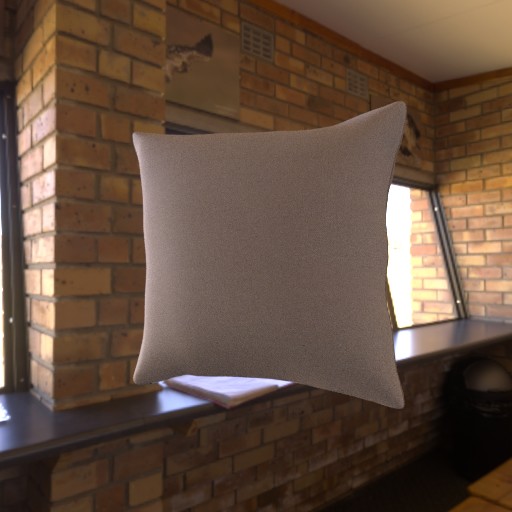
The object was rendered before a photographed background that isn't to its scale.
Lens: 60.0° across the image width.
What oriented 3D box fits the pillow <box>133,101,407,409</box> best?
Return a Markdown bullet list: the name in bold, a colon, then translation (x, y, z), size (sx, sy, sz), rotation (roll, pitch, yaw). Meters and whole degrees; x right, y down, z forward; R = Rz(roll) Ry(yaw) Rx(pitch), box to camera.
- **pillow**: translation (0.000, 0.000, 0.640), size (0.416, 0.401, 0.173), rotation (-1, -2, 18)
